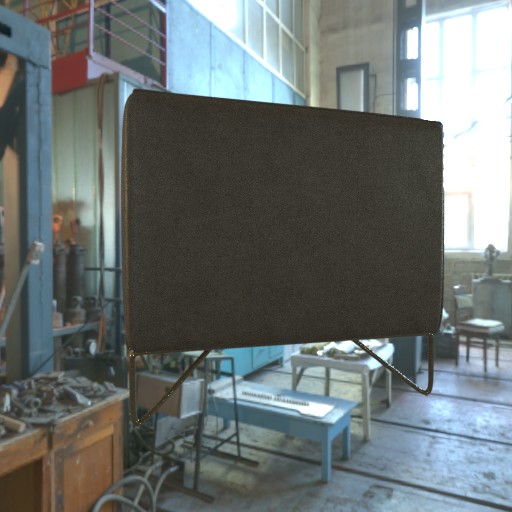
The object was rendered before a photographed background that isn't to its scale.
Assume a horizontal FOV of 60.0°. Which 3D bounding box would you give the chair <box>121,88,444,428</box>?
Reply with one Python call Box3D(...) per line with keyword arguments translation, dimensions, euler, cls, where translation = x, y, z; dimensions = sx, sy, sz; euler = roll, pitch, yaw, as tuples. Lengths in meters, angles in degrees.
Box3D(translation=(0.000, 0.000, 1.540), dimensions=(0.894, 0.790, 0.880), euler=(0, 1, -17), cls="chair")
